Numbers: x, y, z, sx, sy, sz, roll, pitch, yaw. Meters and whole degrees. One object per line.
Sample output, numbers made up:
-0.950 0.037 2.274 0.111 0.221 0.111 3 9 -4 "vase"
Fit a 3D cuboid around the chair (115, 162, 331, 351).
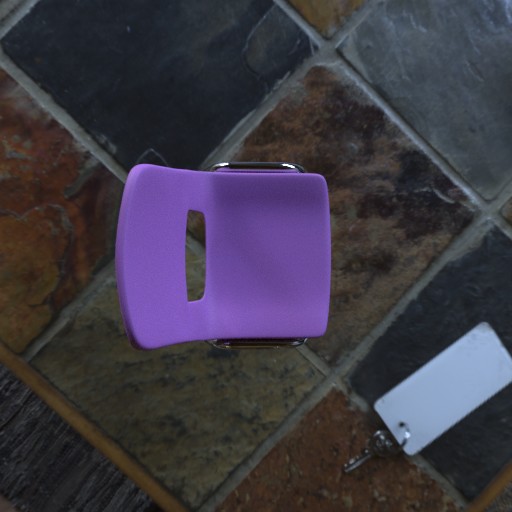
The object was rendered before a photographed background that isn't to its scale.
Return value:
0.000 0.000 0.687 0.301 0.493 0.291 0 90 -2 "chair"
